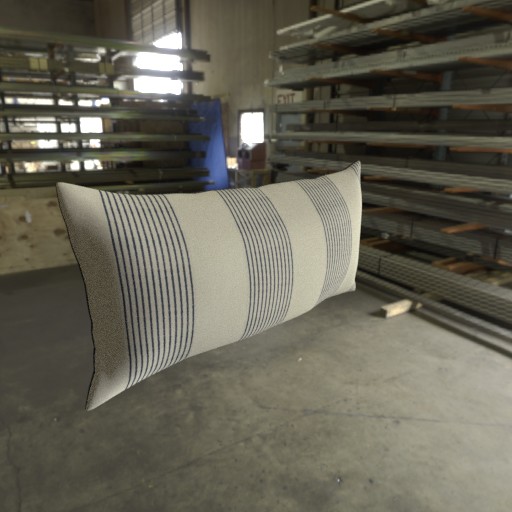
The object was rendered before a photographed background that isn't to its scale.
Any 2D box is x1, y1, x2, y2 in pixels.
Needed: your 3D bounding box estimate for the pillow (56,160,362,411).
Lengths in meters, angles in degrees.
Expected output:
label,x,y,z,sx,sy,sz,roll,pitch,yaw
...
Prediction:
label,x,y,z,sx,sy,sz,roll,pitch,yaw
pillow,0.000,0.000,0.728,0.610,0.287,0.151,-15,22,-43
